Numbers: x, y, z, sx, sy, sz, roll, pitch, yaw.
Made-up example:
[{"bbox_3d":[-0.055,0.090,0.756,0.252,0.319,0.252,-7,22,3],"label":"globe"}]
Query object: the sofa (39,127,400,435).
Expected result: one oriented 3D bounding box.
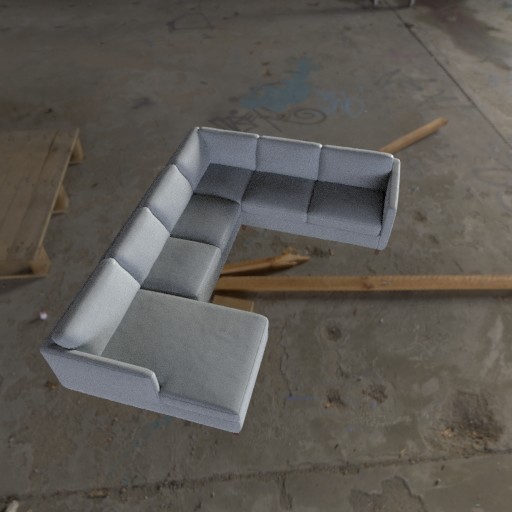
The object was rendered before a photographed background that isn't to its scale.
[{"bbox_3d":[0.000,0.000,4.327,2.551,0.853,3.238,11,48,10],"label":"sofa"}]
